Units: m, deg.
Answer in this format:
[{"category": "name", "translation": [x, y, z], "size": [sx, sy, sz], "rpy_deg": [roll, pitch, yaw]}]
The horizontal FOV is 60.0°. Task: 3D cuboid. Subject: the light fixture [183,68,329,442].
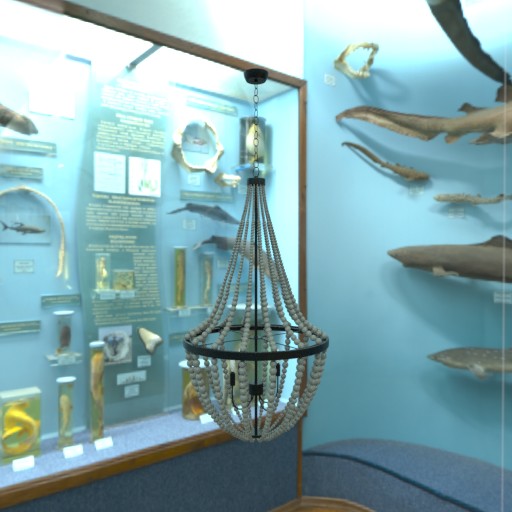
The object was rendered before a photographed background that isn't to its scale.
[{"category": "light fixture", "translation": [0.000, 0.000, 1.382], "size": [0.450, 1.133, 0.450], "rpy_deg": [0, 1, 0]}]
